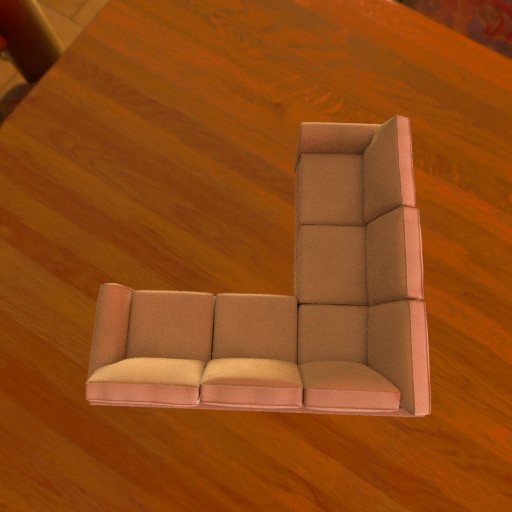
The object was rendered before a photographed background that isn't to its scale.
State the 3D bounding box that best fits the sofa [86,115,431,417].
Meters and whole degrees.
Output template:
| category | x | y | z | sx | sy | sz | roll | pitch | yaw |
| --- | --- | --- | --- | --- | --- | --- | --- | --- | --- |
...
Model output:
| category | x | y | z | sx | sy | sz | roll | pitch | yaw |
| --- | --- | --- | --- | --- | --- | --- | --- | --- | --- |
| sofa | 0.000 | 0.000 | 3.819 | 2.562 | 1.053 | 2.487 | 2 | 75 | 1 |
